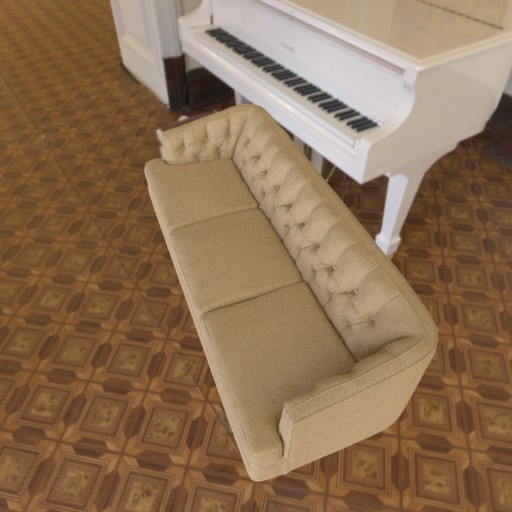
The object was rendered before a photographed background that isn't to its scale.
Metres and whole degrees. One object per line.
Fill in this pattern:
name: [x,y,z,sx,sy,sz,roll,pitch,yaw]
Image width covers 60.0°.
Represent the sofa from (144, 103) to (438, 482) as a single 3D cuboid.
sofa: [0.000,0.000,2.637,0.913,0.788,2.235,-16,48,-14]
